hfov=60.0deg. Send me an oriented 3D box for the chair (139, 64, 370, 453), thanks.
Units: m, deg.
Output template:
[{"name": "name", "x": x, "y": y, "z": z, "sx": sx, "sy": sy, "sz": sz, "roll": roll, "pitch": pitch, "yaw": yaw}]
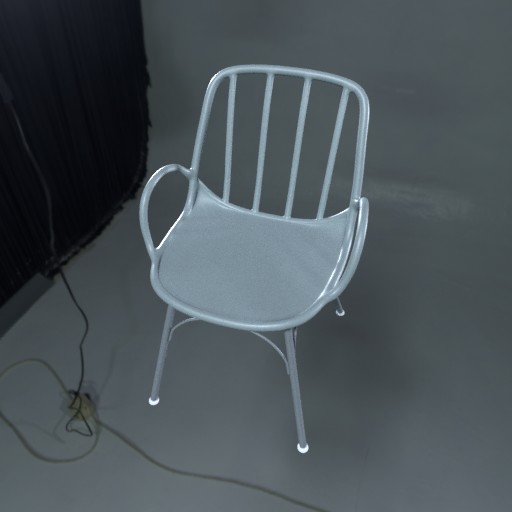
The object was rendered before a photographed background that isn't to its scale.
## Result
[{"name": "chair", "x": 0.000, "y": 0.000, "z": 1.210, "sx": 0.549, "sy": 0.816, "sz": 0.597, "roll": 12, "pitch": 43, "yaw": 13}]
